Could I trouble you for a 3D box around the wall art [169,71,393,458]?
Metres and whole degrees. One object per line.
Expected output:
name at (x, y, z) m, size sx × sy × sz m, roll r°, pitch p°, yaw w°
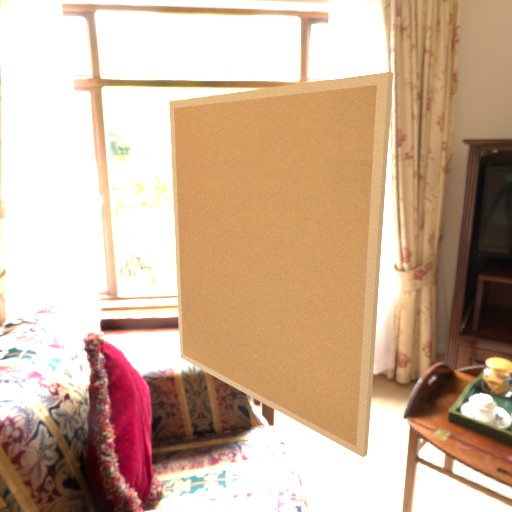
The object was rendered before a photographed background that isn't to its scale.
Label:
wall art at (0.000, 0.000, 0.788) m, size 0.012 × 0.557 × 0.482 m, roll -13°, pitch 19°, yaw -43°
